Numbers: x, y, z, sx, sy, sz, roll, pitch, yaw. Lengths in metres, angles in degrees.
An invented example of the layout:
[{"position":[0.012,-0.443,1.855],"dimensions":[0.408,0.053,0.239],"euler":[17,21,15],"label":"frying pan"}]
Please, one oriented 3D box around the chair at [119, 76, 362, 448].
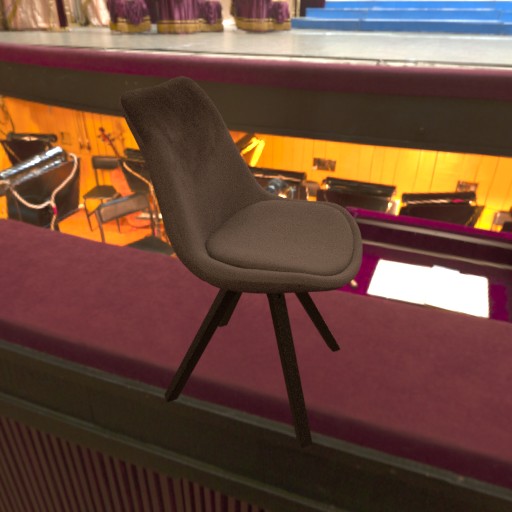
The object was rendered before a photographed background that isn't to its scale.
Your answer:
[{"position":[0.000,0.000,1.191],"dimensions":[0.550,0.850,0.476],"euler":[10,31,17],"label":"chair"}]
